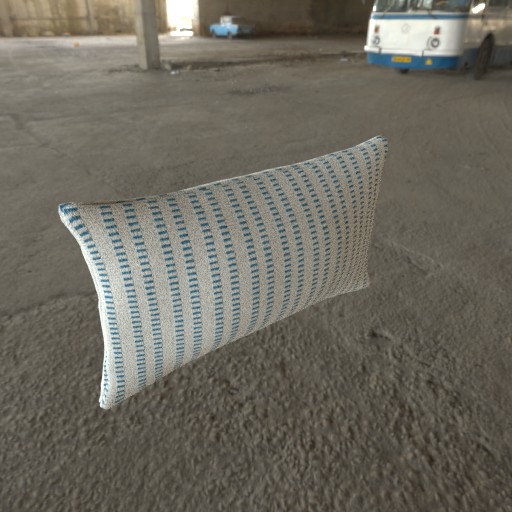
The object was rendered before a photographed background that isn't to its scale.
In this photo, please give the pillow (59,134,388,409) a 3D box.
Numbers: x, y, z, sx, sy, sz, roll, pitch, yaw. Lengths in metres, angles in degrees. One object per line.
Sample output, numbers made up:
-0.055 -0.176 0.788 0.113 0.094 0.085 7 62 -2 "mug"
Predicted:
0.000 0.000 0.807 0.640 0.353 0.210 -20 34 -31 "pillow"
